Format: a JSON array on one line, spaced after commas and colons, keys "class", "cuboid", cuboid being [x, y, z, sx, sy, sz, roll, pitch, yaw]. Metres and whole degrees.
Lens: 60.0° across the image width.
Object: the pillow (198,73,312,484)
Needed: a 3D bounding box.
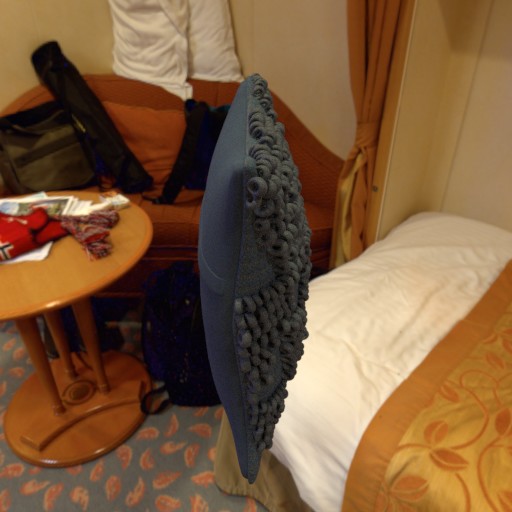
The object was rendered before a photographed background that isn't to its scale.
[{"class": "pillow", "cuboid": [0.000, 0.000, 0.694, 0.172, 0.466, 0.469, 0, 32, -1]}]
